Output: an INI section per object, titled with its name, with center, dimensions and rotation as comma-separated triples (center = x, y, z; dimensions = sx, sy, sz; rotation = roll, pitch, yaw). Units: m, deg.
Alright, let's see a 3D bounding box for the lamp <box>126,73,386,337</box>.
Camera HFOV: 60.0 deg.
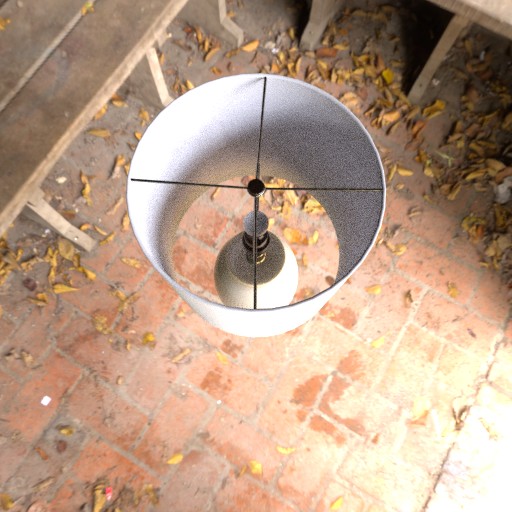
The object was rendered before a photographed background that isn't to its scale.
[lamp]
center = 0.000, 0.000, 0.588
dimensions = 0.217, 0.453, 0.217
rotation = 2, 75, 1
